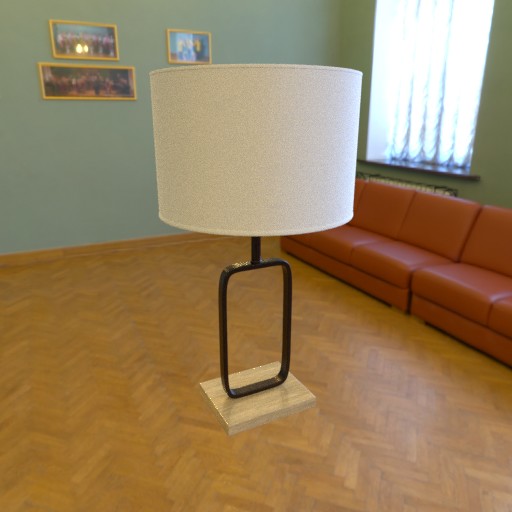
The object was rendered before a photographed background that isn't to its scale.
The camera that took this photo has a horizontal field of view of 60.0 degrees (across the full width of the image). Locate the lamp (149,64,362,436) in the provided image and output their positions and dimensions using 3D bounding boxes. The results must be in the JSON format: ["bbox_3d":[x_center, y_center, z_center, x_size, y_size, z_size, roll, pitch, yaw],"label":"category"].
[{"bbox_3d":[0.000,0.000,0.671,0.279,0.508,0.279,-9,20,-26],"label":"lamp"}]
